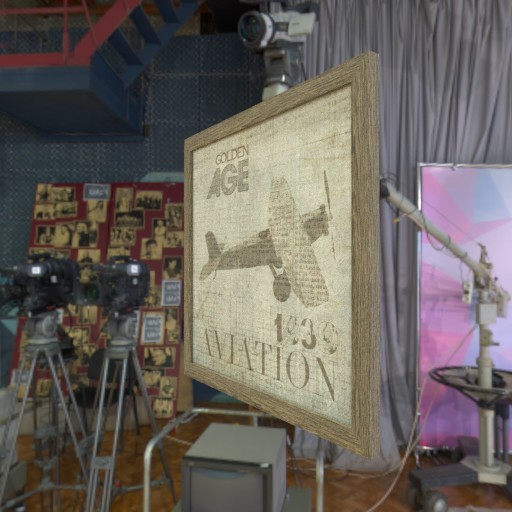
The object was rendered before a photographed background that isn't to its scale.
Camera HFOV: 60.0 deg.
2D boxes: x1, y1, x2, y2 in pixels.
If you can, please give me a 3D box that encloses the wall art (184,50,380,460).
[{"bbox_3d":[0.000,0.000,0.760,0.019,0.508,0.508,0,-1,-36],"label":"wall art"}]
